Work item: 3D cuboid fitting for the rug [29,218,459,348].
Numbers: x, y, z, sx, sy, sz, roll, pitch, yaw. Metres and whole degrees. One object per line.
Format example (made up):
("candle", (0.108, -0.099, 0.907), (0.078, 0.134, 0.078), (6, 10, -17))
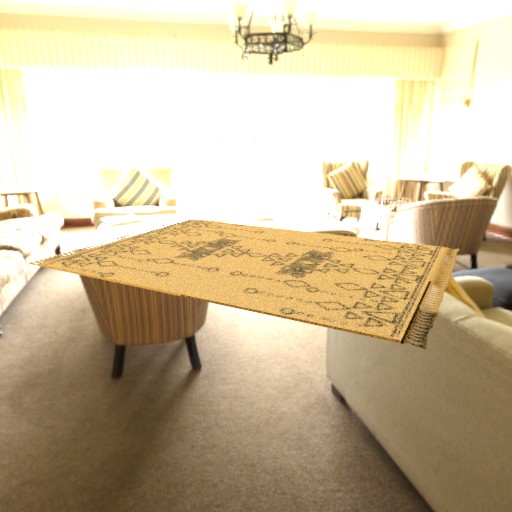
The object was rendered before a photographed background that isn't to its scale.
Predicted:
("rug", (0.000, 0.000, 2.878), (2.312, 0.013, 1.600), (8, 18, 27))
